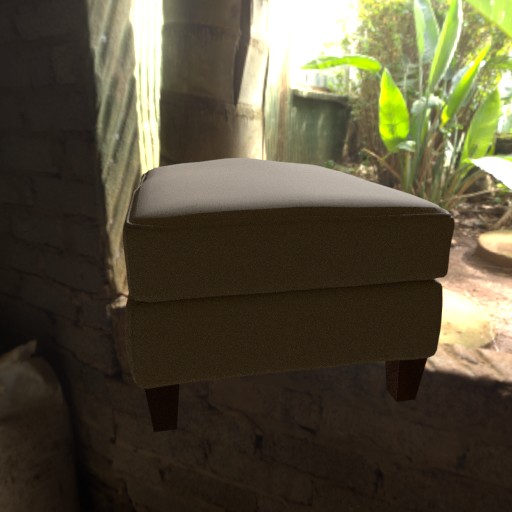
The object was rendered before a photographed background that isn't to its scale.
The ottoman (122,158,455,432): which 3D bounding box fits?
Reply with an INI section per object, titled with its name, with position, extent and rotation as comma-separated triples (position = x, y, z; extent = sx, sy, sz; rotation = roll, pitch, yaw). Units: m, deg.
[ottoman]
position = 0.000, 0.000, 1.199
extent = 0.634, 0.485, 0.818
rotation = -3, 18, -11
